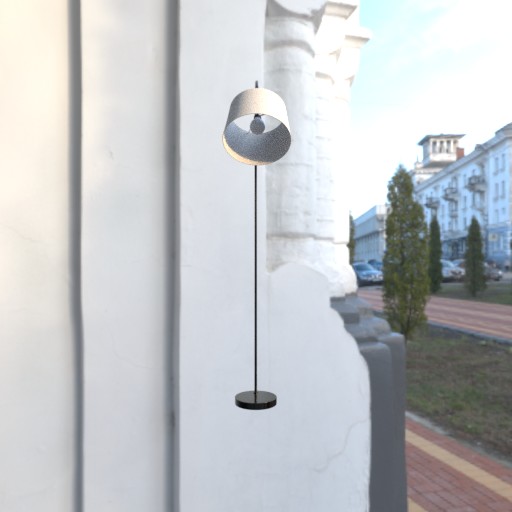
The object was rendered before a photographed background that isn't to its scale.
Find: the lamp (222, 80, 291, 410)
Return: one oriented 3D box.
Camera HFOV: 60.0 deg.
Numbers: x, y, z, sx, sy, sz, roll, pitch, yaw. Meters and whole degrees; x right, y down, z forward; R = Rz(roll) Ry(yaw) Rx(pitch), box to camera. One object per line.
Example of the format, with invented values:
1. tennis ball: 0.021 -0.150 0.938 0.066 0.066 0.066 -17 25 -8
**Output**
1. lamp: 0.000 0.000 2.667 0.331 2.104 1.363 0 -1 0
